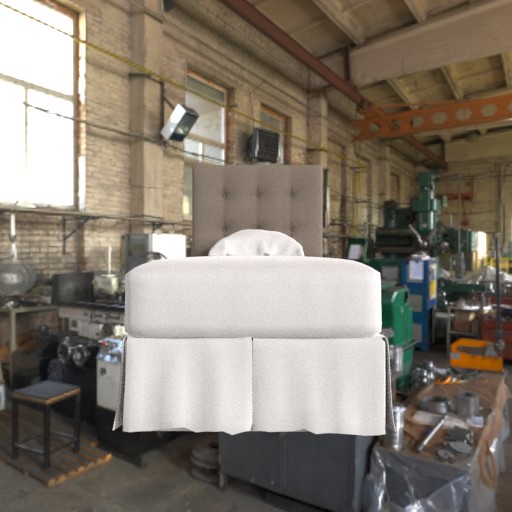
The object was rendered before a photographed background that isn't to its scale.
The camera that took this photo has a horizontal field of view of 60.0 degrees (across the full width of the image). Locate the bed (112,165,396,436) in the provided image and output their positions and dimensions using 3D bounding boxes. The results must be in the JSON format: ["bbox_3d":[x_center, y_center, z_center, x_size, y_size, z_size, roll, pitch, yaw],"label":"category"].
[{"bbox_3d":[0.000,0.000,2.922,1.261,1.571,1.997,0,0,1],"label":"bed"}]
